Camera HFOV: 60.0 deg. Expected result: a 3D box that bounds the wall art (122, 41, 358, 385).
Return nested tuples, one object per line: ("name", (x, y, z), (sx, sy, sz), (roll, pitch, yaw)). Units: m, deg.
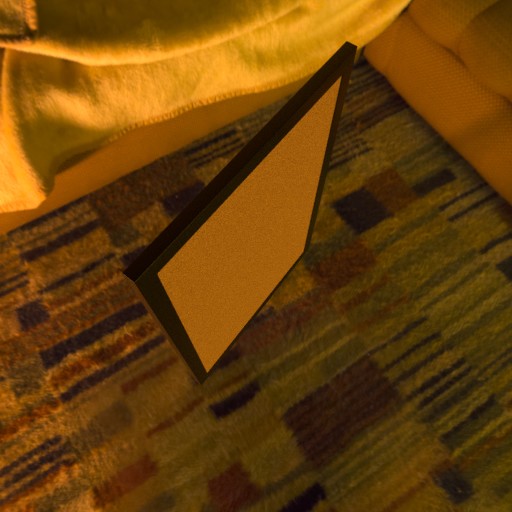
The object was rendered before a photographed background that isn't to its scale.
("wall art", (0.000, 0.000, 0.565), (0.013, 0.432, 0.304), (34, 69, 15))
